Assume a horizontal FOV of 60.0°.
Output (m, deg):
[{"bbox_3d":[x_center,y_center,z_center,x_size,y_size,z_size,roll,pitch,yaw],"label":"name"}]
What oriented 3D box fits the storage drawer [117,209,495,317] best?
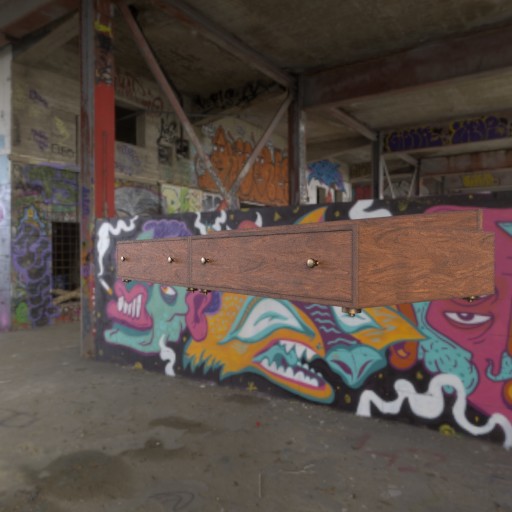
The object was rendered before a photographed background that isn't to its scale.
[{"bbox_3d":[0.000,0.000,2.174,0.774,0.339,1.914,0,0,-36],"label":"storage drawer"}]
